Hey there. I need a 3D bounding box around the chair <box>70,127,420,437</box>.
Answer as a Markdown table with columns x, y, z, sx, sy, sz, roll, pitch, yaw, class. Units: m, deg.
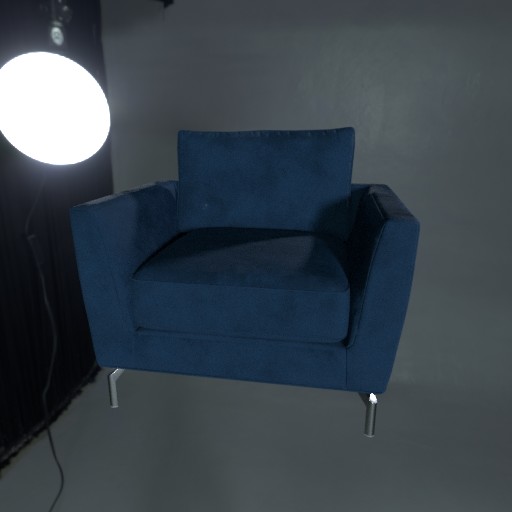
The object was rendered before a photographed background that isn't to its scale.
| x | y | z | sx | sy | sz | roll | pitch | yaw | class |
| --- | --- | --- | --- | --- | --- | --- | --- | --- | --- |
| 0.000 | 0.000 | 1.598 | 0.977 | 0.893 | 0.746 | 3 | 17 | 10 | chair |
